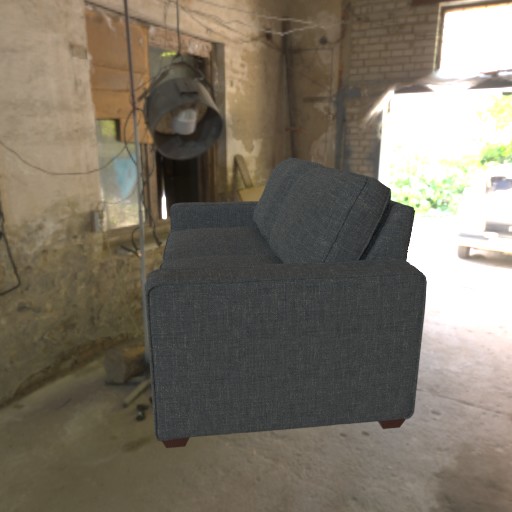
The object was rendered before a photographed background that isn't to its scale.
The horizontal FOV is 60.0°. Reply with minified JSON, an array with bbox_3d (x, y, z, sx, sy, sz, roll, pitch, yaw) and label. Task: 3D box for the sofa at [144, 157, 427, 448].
[{"bbox_3d":[0.000,0.000,2.239,0.947,0.918,1.709,-2,15,-7],"label":"sofa"}]
